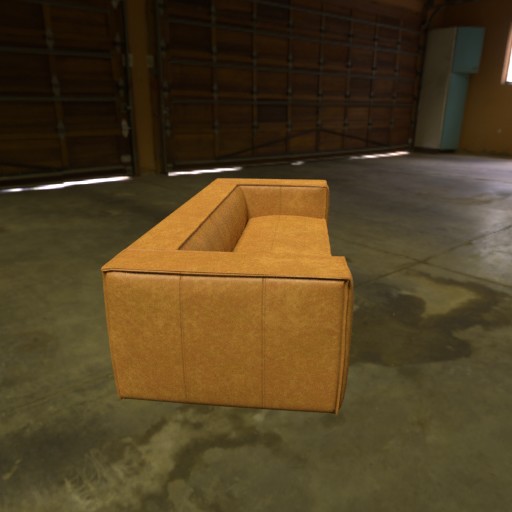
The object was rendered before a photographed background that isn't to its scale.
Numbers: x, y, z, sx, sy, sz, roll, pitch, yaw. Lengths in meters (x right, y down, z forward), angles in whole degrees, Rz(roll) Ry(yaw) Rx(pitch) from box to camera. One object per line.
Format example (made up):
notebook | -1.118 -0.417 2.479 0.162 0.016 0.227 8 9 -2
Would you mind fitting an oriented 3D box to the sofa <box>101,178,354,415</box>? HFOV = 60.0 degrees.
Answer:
sofa | 0.000 0.000 3.090 1.102 0.701 2.581 2 18 6
